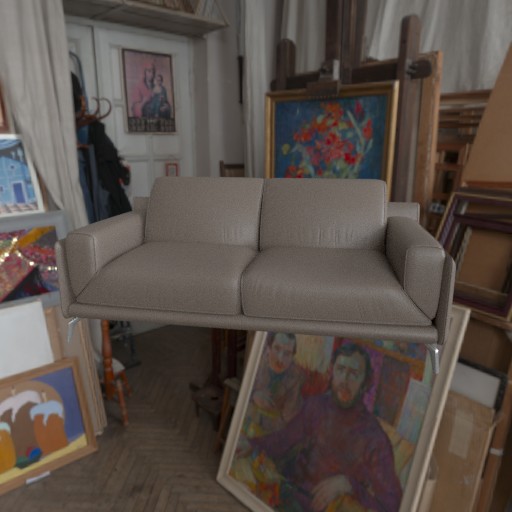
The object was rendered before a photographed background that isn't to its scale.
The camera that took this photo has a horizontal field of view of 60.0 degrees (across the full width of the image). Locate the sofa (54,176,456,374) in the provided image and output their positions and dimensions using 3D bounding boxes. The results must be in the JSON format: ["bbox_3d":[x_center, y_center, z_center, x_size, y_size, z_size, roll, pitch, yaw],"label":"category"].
[{"bbox_3d":[0.000,0.000,2.707,2.101,0.930,1.049,3,14,10],"label":"sofa"}]
